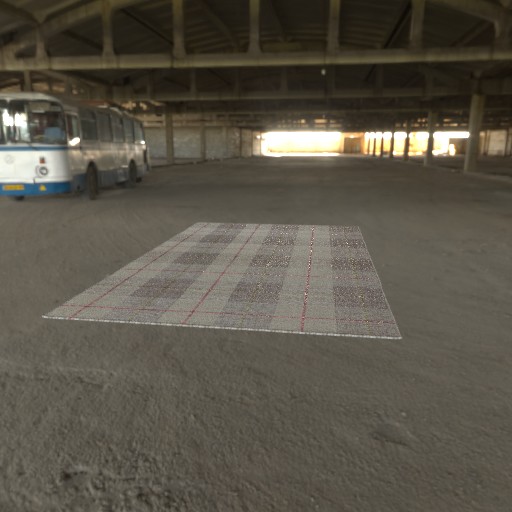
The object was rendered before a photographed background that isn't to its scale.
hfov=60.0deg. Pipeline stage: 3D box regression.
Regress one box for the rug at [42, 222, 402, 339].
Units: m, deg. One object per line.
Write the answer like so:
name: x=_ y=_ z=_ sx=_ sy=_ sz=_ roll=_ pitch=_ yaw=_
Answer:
rug: x=0.000 y=0.000 z=3.015 sx=1.549 sy=0.010 sz=2.464 roll=2 pitch=14 yaw=8
